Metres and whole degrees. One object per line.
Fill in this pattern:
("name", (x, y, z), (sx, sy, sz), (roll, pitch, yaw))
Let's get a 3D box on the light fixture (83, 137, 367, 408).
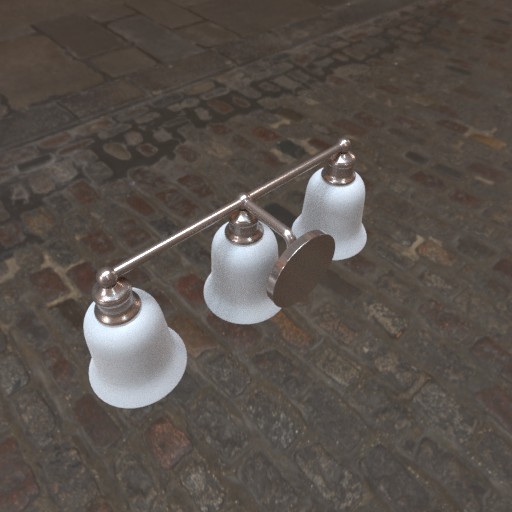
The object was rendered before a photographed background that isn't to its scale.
("light fixture", (0.000, 0.000, 0.674), (0.570, 0.211, 0.198), (-33, 55, -27))
